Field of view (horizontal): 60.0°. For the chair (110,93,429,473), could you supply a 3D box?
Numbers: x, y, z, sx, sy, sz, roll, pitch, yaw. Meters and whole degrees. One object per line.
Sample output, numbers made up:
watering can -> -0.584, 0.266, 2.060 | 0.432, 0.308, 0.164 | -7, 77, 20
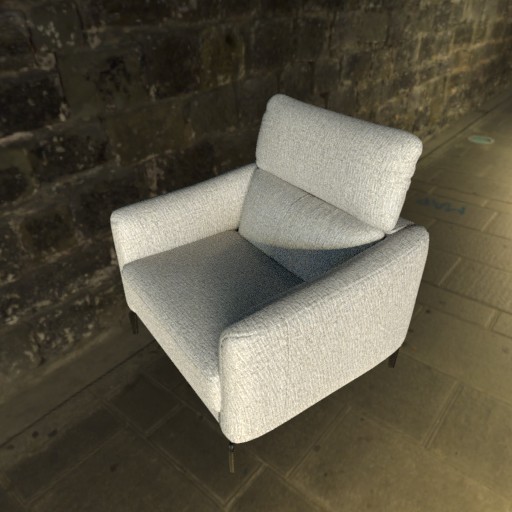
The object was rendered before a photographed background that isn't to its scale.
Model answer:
chair -> 0.000, 0.000, 1.668 | 0.835, 0.967, 0.972 | -21, 38, -29
